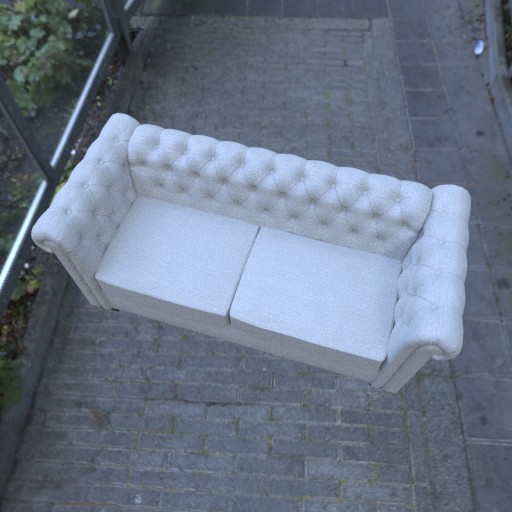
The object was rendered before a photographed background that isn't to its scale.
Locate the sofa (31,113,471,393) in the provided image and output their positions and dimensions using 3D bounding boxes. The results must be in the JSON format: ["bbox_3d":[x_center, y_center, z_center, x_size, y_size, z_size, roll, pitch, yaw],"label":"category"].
[{"bbox_3d":[0.000,0.000,2.207,1.798,0.797,0.783,14,59,9],"label":"sofa"}]
